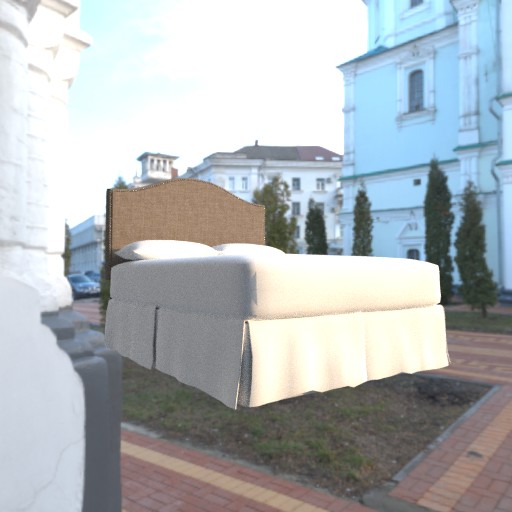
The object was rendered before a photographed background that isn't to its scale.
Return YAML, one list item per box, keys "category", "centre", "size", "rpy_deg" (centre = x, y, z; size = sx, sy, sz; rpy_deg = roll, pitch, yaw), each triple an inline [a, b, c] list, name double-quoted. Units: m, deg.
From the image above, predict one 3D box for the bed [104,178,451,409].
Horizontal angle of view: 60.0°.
- category: "bed"
  centre: [0.000, 0.000, 3.318]
  size: [1.713, 1.518, 2.153]
  rpy_deg: [2, -3, -36]
